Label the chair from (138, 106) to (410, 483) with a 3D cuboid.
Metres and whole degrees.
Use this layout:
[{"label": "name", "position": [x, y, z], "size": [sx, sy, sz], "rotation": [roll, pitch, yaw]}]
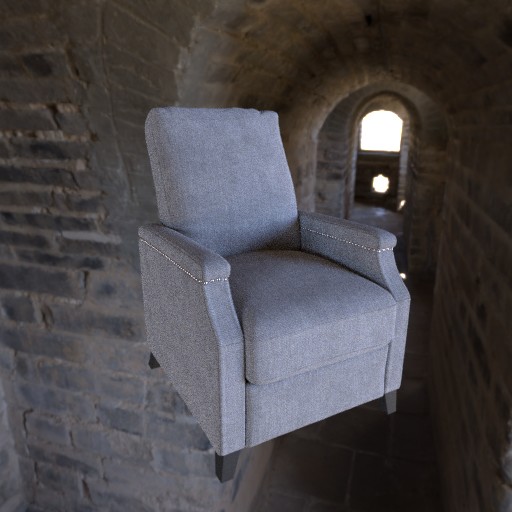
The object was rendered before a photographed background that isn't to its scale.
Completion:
[{"label": "chair", "position": [0.000, 0.000, 1.626], "size": [0.710, 1.049, 0.922], "rotation": [-9, 19, -28]}]
